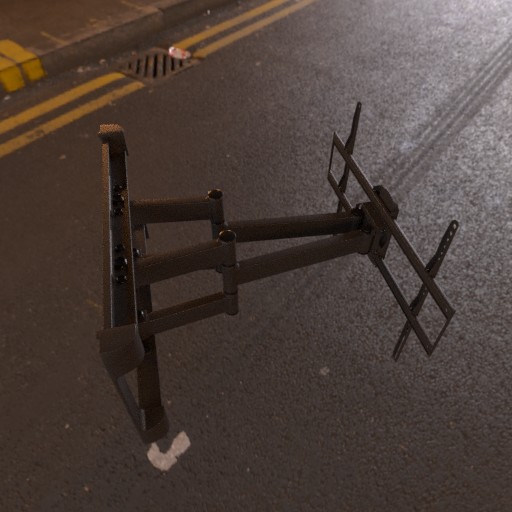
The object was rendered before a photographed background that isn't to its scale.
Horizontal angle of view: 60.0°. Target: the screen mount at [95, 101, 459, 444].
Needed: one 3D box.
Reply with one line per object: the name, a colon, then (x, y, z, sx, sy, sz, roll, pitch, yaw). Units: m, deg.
screen mount: (0.000, 0.000, 1.073, 0.644, 0.491, 0.661, -10, 48, -9)
